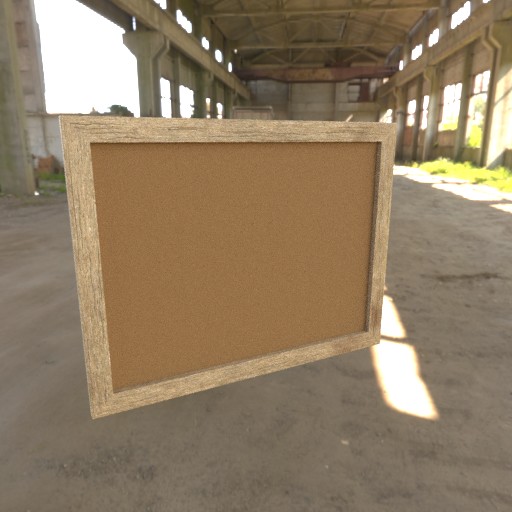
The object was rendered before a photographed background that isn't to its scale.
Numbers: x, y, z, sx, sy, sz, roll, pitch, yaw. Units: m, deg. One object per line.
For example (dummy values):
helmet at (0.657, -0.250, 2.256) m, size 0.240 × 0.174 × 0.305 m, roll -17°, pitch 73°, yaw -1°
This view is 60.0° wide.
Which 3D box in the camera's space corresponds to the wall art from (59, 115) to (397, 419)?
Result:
wall art at (0.000, 0.000, 0.911) m, size 0.690 × 0.535 × 0.026 m, roll -7°, pitch 16°, yaw -26°
